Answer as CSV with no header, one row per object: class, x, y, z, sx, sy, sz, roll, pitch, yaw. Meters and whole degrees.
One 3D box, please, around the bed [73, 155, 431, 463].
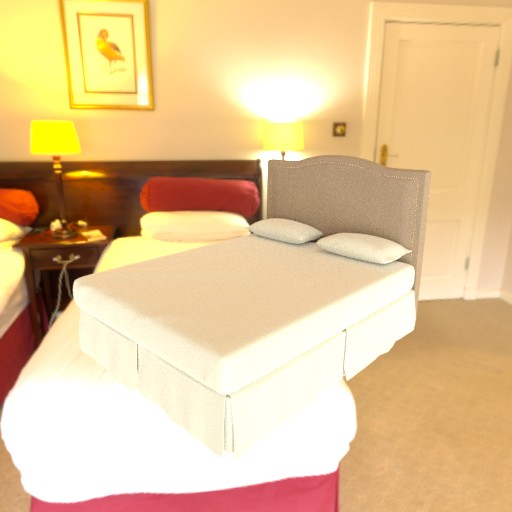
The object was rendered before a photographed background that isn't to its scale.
bed,0.000,0.000,3.477,1.821,1.436,2.282,16,23,42
